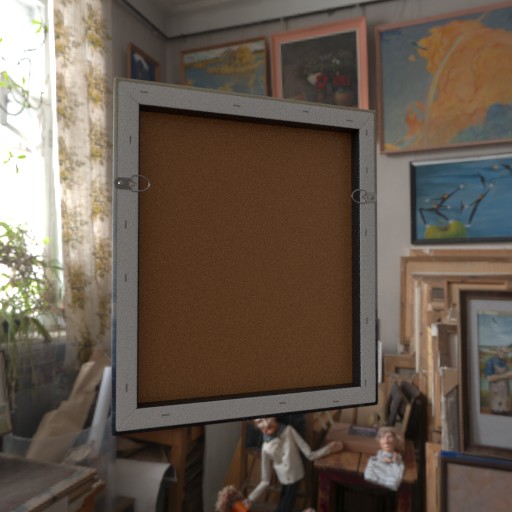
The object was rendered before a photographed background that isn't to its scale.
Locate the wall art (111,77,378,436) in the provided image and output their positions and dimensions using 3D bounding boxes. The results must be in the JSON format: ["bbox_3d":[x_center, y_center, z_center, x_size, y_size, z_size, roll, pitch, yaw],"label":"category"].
[{"bbox_3d":[0.000,0.000,0.985,0.608,0.710,0.041,0,-1,-19],"label":"wall art"}]
